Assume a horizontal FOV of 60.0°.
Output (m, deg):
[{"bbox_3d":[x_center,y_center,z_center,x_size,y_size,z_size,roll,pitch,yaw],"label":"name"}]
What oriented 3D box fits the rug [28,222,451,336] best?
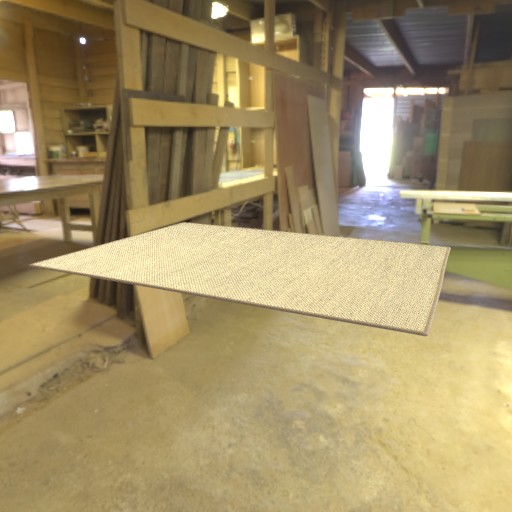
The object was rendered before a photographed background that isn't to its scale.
[{"bbox_3d":[0.000,0.000,2.694,2.115,0.013,1.517,7,16,25],"label":"rug"}]
